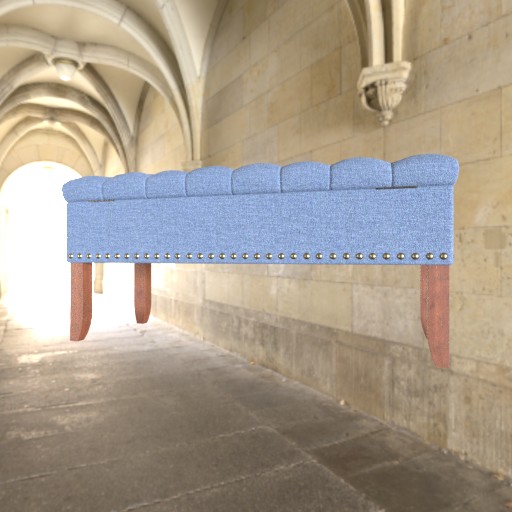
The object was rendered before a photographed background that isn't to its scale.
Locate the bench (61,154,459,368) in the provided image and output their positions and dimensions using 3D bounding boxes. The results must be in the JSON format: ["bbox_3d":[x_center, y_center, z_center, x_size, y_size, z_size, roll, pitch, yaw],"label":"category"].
[{"bbox_3d":[0.000,0.000,1.307,1.052,0.492,0.417,0,0,18],"label":"bench"}]
